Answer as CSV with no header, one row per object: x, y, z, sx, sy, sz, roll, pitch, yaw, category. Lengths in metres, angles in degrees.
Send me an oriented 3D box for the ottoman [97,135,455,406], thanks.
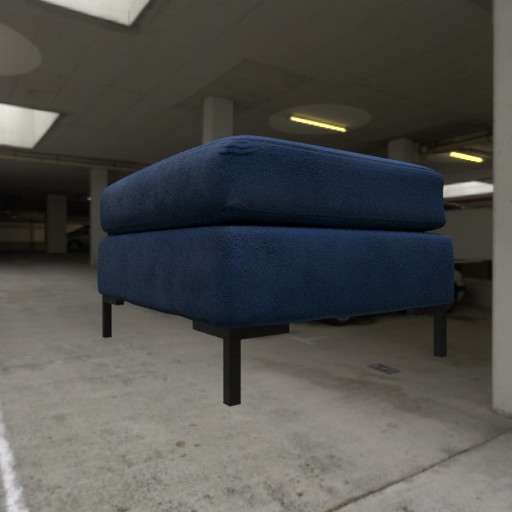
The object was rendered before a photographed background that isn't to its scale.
0.000,0.000,1.201,0.655,0.485,0.794,0,1,-35,ottoman
